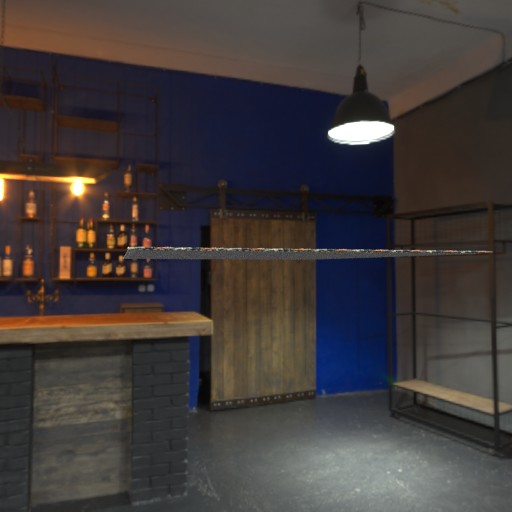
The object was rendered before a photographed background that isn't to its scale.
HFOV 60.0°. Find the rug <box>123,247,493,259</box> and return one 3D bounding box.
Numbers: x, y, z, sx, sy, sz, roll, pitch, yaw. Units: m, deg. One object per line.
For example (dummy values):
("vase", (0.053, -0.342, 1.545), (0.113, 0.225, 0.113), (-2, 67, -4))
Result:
("rug", (0.000, 0.000, 2.242), (1.278, 0.009, 1.730), (0, -1, -17))
